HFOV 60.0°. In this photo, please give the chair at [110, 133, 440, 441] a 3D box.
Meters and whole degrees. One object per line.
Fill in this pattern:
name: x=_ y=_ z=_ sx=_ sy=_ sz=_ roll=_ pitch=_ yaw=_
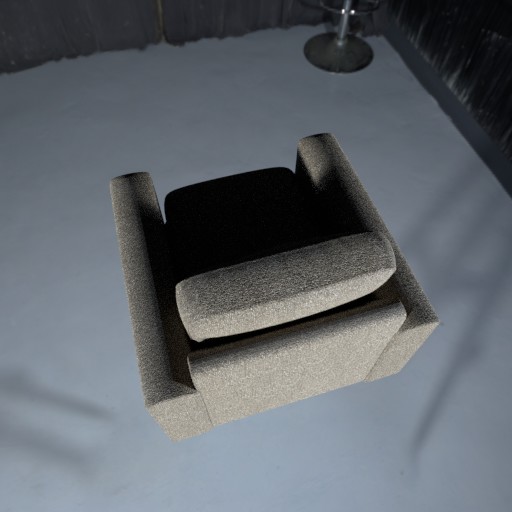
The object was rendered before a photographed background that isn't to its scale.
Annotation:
chair: x=0.000 y=0.000 z=1.772 sx=1.005 sy=0.873 sz=1.016 roll=-14 pitch=58 yaw=-9
